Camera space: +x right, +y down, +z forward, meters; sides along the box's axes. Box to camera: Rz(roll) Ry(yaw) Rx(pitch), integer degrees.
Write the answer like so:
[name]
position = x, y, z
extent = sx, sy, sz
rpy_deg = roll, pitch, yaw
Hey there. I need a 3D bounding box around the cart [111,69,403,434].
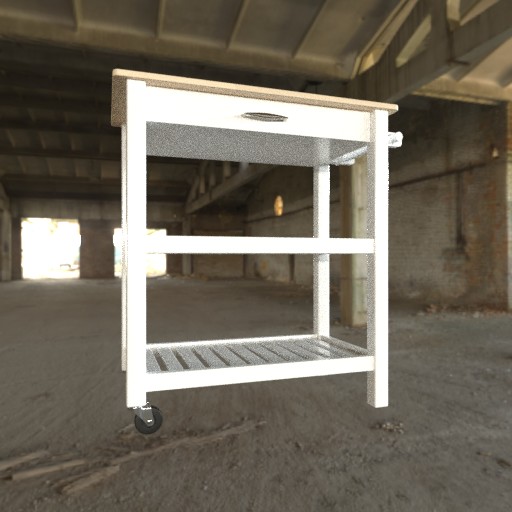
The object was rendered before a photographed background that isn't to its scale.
[cart]
position = 0.000, 0.000, 1.453
extent = 0.899, 0.927, 0.457
rpy_deg = 0, 0, -19
